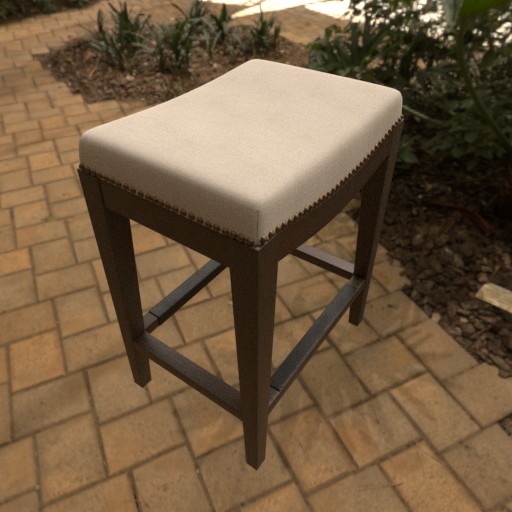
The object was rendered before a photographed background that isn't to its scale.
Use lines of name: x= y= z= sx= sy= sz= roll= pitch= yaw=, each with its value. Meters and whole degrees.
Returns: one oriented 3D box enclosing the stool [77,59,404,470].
stool: x=0.000 y=0.000 z=0.936 sx=0.361 sy=0.642 sz=0.500 roll=25 pitch=46 yaw=26
